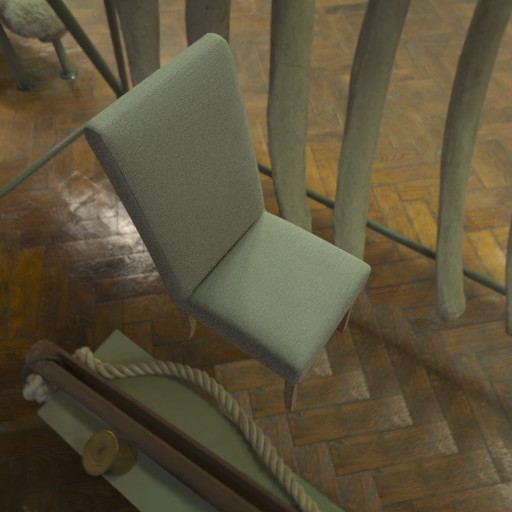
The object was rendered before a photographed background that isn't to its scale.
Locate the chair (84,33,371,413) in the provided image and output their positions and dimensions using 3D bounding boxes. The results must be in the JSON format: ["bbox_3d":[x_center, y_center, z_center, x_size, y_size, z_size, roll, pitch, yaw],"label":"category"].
[{"bbox_3d":[0.000,0.000,1.352,0.611,1.033,0.450,31,62,18],"label":"chair"}]
